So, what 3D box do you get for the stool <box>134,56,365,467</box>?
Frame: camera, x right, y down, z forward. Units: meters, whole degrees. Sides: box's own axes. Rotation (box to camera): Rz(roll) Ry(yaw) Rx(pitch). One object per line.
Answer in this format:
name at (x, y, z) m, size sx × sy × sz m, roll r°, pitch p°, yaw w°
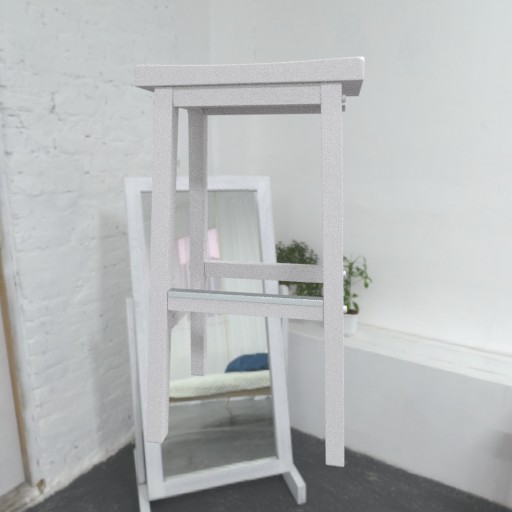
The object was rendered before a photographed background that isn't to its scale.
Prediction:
stool at (0.000, 0.000, 0.955) m, size 0.406 × 0.742 × 0.322 m, roll 3°, pitch 14°, yaw 11°
